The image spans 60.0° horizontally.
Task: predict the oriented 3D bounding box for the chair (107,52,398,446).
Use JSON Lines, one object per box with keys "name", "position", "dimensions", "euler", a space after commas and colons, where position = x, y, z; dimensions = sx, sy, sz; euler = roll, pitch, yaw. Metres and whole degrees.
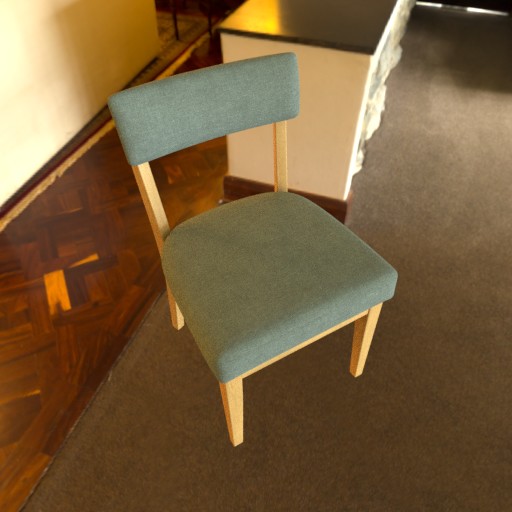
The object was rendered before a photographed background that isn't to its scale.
{"name": "chair", "position": [0.000, 0.000, 1.193], "dimensions": [0.508, 0.832, 0.572], "euler": [-23, 50, -20]}
